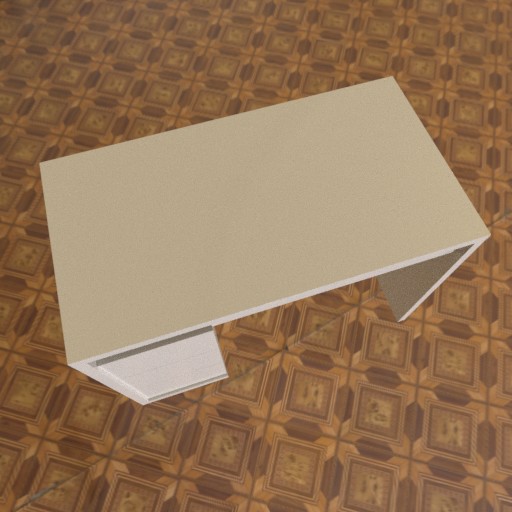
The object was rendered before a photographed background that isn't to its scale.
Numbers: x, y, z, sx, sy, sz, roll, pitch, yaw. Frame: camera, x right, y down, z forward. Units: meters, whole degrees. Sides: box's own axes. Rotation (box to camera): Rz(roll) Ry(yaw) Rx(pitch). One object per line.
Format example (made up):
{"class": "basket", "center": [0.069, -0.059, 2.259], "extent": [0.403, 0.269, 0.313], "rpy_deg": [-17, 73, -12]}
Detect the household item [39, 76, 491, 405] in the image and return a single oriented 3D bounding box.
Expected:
{"class": "household item", "center": [0.000, 0.000, 1.545], "extent": [1.100, 0.749, 0.597], "rpy_deg": [-16, 66, -8]}
